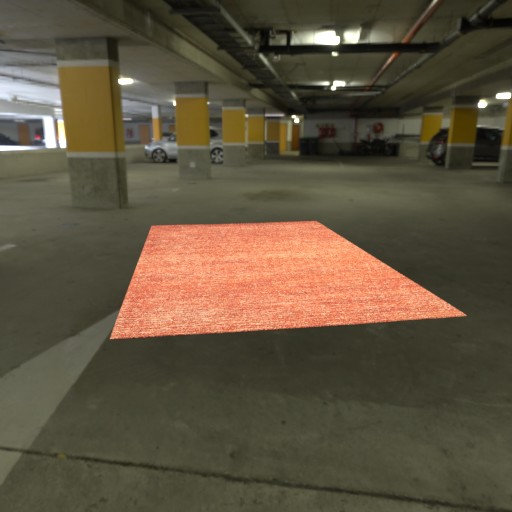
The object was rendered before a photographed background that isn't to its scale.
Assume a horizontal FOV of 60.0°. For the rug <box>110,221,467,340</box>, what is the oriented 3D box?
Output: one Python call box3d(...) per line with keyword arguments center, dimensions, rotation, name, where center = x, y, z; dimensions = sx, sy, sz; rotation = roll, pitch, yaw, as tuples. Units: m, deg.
box3d(center=(0.000, 0.000, 2.209), dimensions=(1.139, 0.011, 1.747), rotation=(-2, 15, -9), name="rug")
